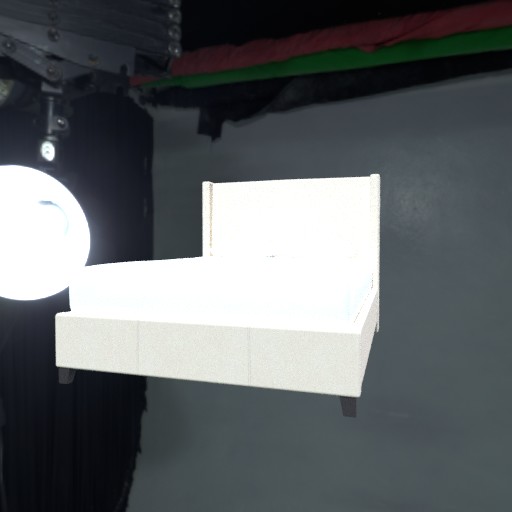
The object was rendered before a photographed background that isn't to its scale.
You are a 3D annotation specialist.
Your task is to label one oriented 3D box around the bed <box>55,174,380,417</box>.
[{"bbox_3d":[0.000,0.000,3.437,1.778,1.471,2.293,1,2,17],"label":"bed"}]
